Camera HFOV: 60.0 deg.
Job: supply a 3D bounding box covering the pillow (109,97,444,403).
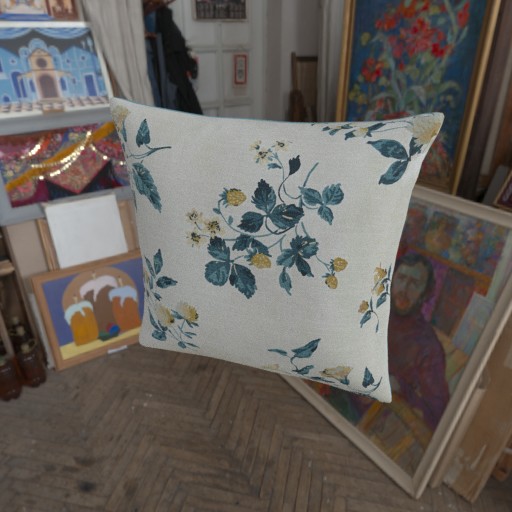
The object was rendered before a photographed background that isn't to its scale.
[{"bbox_3d":[0.000,0.000,0.774,0.526,0.507,0.166,9,28,17],"label":"pillow"}]
